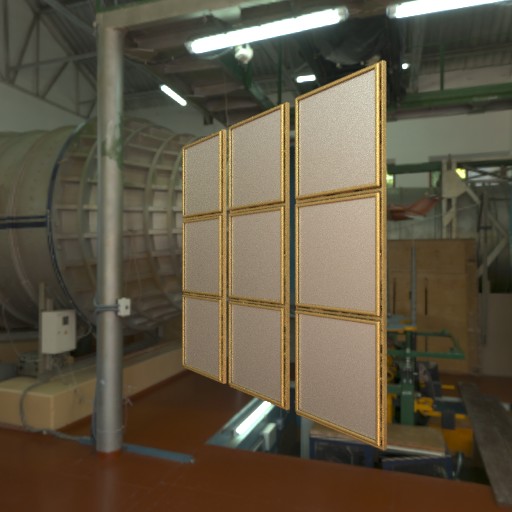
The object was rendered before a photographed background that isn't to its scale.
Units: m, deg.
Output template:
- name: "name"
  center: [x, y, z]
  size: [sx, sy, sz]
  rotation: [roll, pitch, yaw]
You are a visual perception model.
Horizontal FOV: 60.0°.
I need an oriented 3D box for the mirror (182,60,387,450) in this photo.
- name: "mirror"
  center: [0.000, 0.000, 1.457]
  size: [0.023, 0.926, 1.011]
  rotation: [0, -1, -37]
